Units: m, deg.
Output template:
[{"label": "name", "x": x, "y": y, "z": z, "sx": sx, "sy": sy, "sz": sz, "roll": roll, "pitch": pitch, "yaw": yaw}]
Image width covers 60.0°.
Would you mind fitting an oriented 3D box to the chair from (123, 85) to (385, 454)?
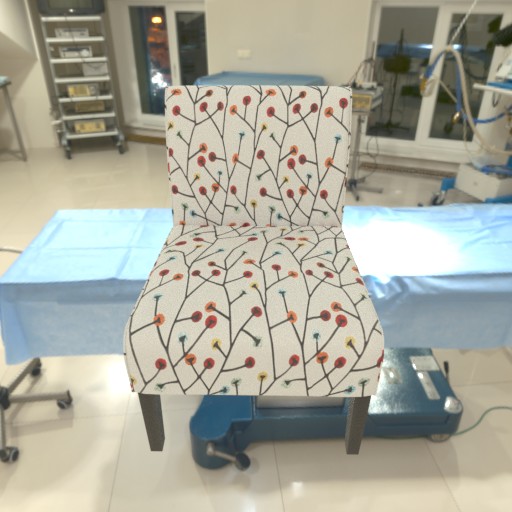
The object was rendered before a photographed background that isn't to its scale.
[{"label": "chair", "x": 0.000, "y": 0.000, "z": 1.269, "sx": 0.597, "sy": 0.813, "sz": 0.732, "roll": 1, "pitch": 30, "yaw": 1}]
